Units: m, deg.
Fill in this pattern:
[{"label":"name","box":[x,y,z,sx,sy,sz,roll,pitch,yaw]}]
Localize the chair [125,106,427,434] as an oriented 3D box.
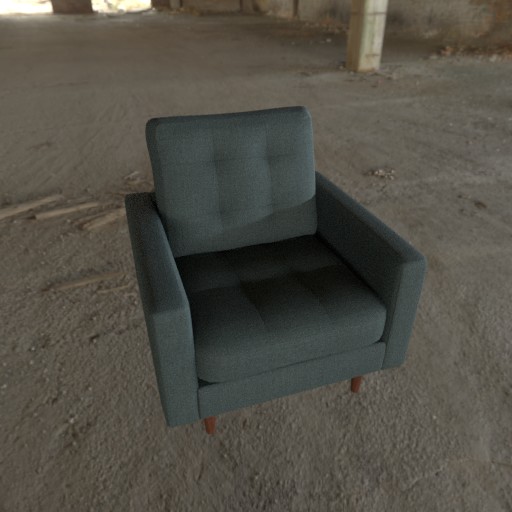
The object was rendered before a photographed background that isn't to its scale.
[{"label":"chair","box":[0.000,0.000,1.572,0.821,0.880,0.843,-10,33,-16]}]
